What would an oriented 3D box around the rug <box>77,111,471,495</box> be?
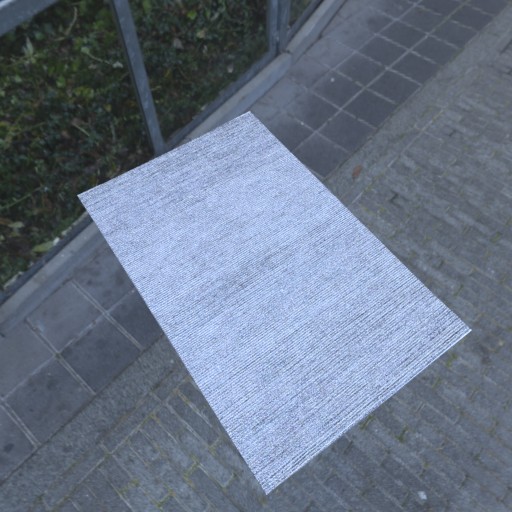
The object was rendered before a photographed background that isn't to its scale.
[{"bbox_3d":[0.000,0.000,2.228,1.159,0.021,1.789,-31,64,-17],"label":"rug"}]
